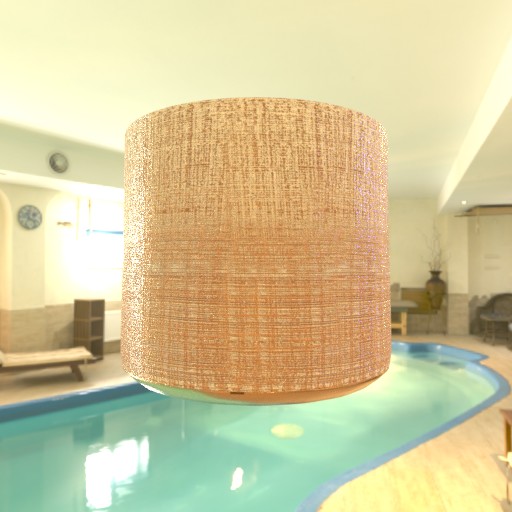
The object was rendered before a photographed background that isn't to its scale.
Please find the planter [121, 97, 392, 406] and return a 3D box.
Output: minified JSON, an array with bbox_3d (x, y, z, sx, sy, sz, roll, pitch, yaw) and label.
[{"bbox_3d":[0.000,0.000,0.187,0.109,0.096,0.109,0,-1,0],"label":"planter"}]
